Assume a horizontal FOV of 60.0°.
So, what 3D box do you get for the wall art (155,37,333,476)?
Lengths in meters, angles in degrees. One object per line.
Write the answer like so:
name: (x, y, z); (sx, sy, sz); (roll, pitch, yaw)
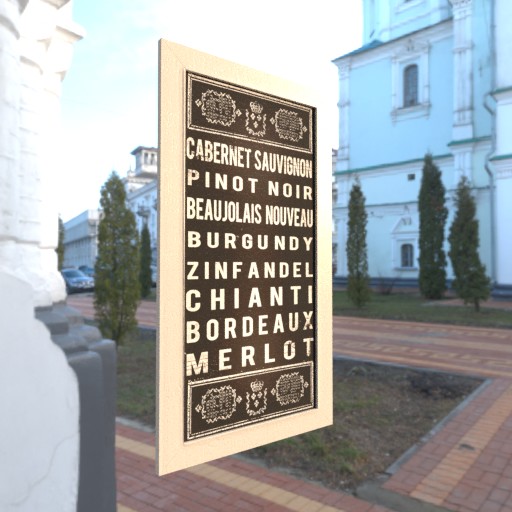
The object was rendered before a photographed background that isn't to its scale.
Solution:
wall art: (0.000, 0.000, 0.807); (0.380, 0.683, 0.013); (1, -2, -36)
